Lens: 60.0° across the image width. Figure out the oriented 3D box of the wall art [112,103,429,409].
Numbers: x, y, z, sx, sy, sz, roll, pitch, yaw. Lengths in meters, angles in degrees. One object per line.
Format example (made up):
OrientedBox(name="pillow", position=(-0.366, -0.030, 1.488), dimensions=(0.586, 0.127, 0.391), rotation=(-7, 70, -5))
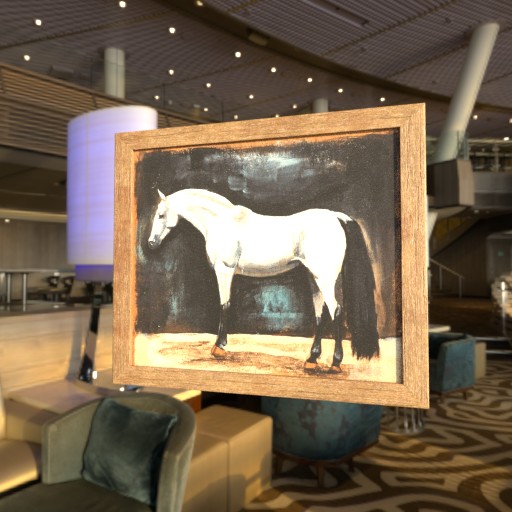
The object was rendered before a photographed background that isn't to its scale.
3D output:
OrientedBox(name="wall art", position=(0.000, 0.000, 0.956), dimensions=(0.690, 0.588, 0.026), rotation=(-1, -2, 16))
